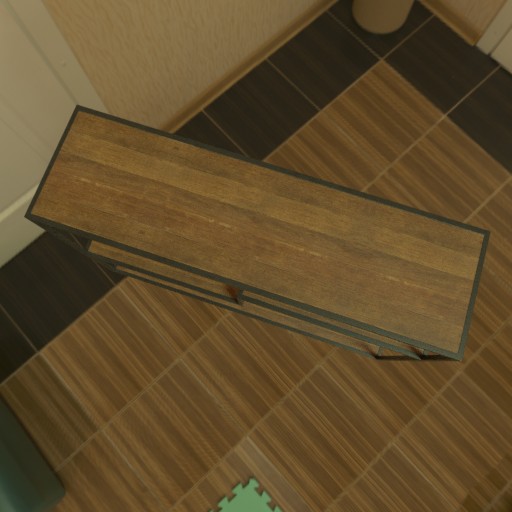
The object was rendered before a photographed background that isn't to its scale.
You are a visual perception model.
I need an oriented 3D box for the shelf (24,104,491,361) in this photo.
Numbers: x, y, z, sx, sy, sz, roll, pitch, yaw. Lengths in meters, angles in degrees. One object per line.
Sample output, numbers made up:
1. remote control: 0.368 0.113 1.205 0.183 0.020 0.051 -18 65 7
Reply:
1. shelf: 0.000 0.000 1.559 1.201 0.765 0.361 18 78 4
